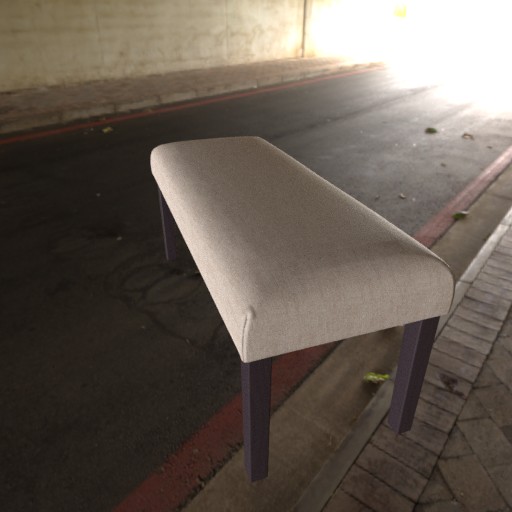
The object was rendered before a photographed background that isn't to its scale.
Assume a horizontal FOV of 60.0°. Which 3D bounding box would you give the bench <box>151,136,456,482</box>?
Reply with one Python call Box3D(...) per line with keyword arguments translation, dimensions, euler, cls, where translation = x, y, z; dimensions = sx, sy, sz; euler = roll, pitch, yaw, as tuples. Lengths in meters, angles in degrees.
Box3D(translation=(0.000, 0.000, 1.224), dimensions=(0.407, 0.456, 1.013), euler=(-10, 30, -17), cls="bench")
